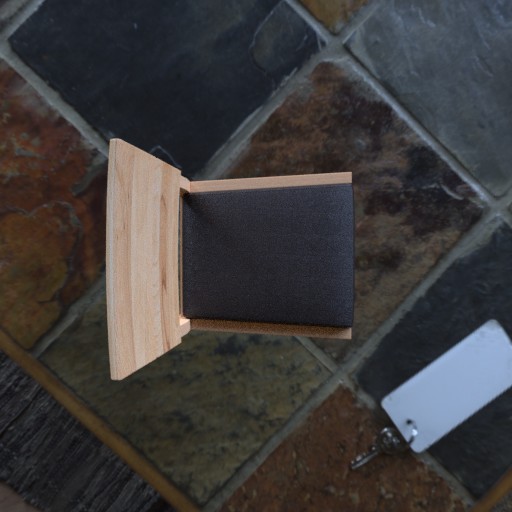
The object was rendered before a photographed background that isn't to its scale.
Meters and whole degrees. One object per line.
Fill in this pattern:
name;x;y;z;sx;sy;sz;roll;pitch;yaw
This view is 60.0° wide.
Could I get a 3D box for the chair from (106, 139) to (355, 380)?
chair;0.000;0.000;1.254;0.560;0.950;0.475;0;91;-1
